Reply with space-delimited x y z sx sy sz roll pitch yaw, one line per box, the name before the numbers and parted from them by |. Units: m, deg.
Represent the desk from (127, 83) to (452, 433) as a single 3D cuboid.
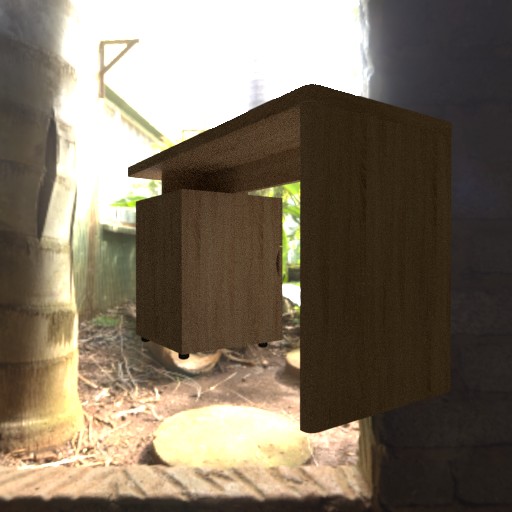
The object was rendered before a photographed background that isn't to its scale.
desk | 0.000 0.000 1.599 0.550 0.760 1.200 0 1 -35
